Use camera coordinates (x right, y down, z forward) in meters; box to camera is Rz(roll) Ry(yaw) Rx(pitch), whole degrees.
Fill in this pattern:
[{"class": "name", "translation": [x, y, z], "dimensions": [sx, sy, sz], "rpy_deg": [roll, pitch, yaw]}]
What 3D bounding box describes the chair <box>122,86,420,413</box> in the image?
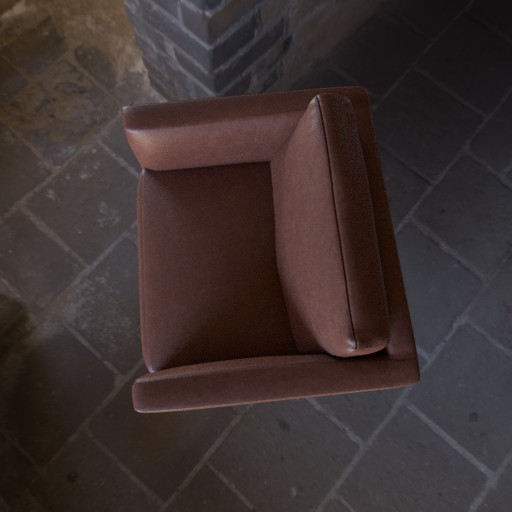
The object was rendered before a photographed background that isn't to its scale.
[{"class": "chair", "translation": [0.000, 0.000, 1.791], "dimensions": [0.959, 0.917, 1.107], "rpy_deg": [-5, 75, -1]}]
